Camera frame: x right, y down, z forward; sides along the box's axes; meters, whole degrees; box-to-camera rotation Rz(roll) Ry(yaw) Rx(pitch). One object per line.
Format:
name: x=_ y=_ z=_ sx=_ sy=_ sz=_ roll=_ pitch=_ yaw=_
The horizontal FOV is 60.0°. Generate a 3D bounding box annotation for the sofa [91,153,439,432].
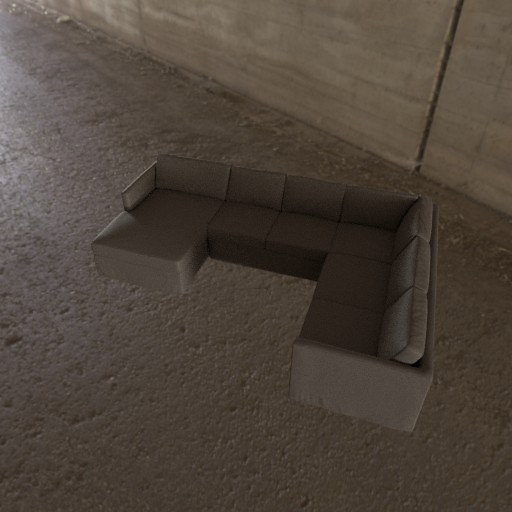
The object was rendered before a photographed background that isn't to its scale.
sofa: x=0.000 y=0.000 z=4.589 sx=3.528 sy=0.878 sz=2.476 roll=12 pitch=40 yaw=15
